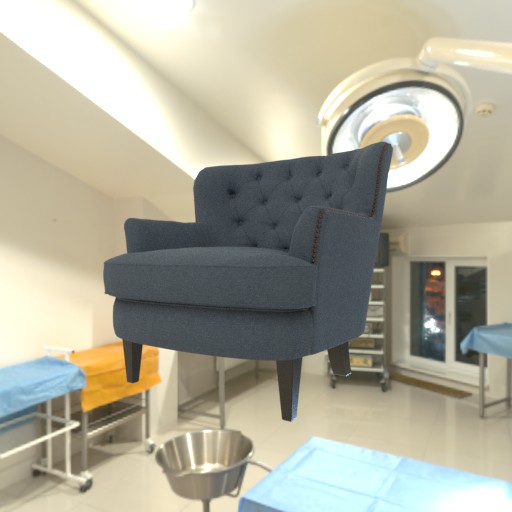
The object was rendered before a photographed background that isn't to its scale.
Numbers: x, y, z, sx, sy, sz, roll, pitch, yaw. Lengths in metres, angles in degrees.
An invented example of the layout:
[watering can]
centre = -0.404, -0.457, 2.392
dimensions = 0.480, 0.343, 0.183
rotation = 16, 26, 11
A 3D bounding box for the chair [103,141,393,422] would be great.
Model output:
[chair]
centre = 0.000, 0.000, 1.595
dimensions = 0.848, 0.868, 0.906
rotation = 0, 0, 34
